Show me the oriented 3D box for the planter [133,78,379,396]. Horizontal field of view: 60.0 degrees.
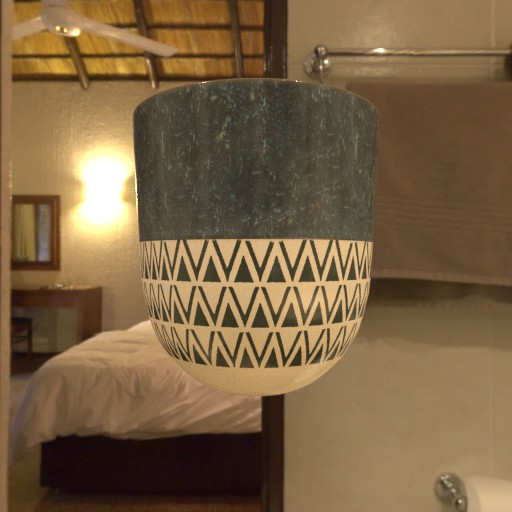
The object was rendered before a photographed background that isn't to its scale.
[{"bbox_3d":[0.000,0.000,0.363,0.195,0.214,0.195,0,0,0],"label":"planter"}]
